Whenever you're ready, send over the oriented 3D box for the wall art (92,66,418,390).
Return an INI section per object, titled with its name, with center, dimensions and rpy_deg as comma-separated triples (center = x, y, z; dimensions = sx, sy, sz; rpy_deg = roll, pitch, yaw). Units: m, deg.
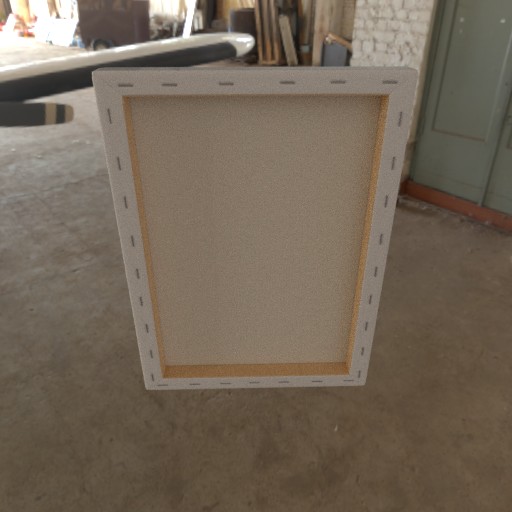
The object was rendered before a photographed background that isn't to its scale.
[wall art]
center = 0.000, 0.000, 0.781
dimensions = 0.455, 0.613, 0.037
rpy_deg = -1, 30, -1
